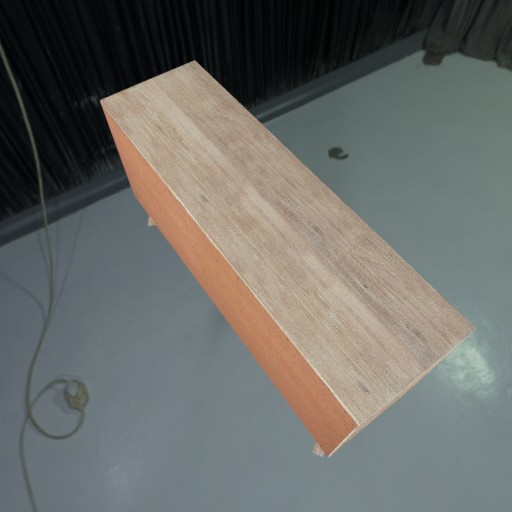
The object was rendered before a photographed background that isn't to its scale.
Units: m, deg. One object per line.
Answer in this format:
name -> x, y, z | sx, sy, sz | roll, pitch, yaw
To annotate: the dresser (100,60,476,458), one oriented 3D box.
dresser -> 0.000, 0.000, 1.888 | 0.455, 0.805, 1.554 | -31, 63, -18
